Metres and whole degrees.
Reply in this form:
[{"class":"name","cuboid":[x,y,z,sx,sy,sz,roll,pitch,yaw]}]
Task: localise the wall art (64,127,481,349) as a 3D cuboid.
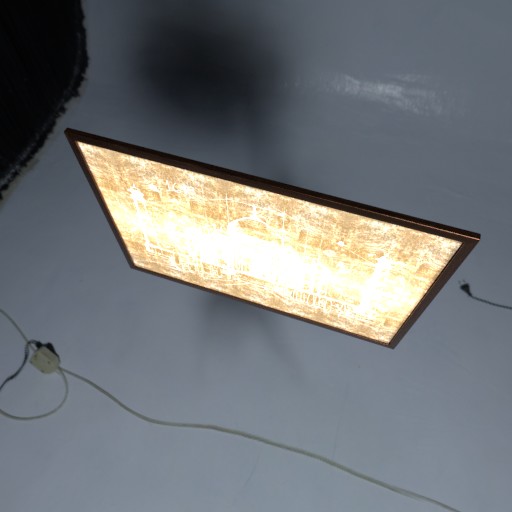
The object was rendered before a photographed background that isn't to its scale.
[{"class":"wall art","cuboid":[0.000,0.000,1.069,0.816,0.559,0.014,16,60,10]}]
